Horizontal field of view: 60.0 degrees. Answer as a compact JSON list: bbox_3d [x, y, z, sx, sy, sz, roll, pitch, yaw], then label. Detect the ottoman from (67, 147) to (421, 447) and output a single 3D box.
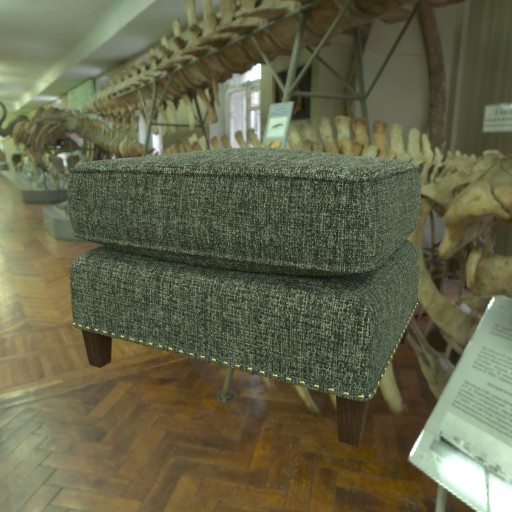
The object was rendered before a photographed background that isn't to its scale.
[{"bbox_3d":[0.000,0.000,1.126,0.738,0.537,0.589,7,16,27],"label":"ottoman"}]
